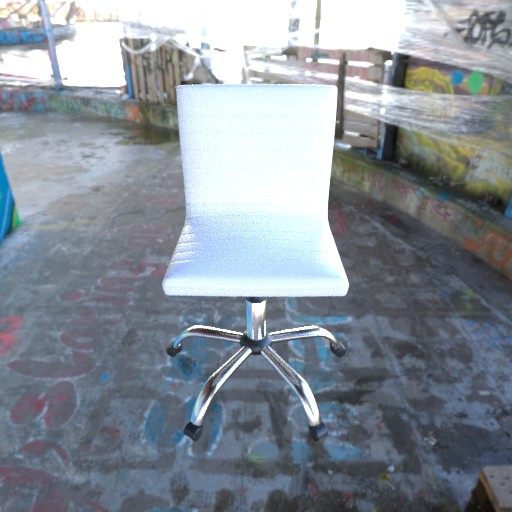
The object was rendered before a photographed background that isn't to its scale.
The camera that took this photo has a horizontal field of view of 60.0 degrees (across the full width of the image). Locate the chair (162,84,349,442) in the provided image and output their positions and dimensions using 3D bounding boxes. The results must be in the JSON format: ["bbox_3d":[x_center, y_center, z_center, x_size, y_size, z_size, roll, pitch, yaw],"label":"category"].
[{"bbox_3d":[0.000,0.000,1.133,0.556,0.780,0.530,0,31,0],"label":"chair"}]
